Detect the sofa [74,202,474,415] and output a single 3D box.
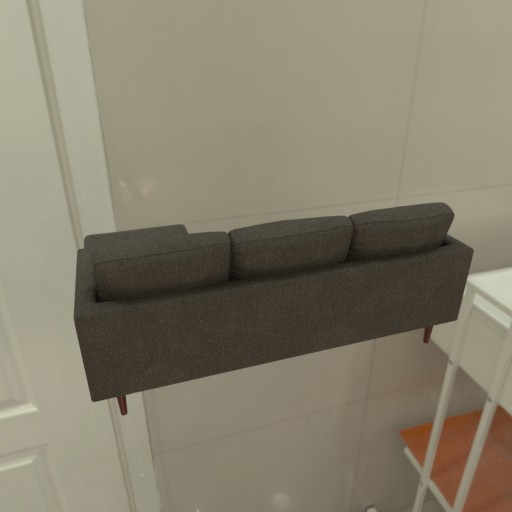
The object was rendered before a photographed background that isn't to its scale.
[{"bbox_3d":[0.000,0.000,3.015,2.233,0.956,1.504,-9,28,-17],"label":"sofa"}]
